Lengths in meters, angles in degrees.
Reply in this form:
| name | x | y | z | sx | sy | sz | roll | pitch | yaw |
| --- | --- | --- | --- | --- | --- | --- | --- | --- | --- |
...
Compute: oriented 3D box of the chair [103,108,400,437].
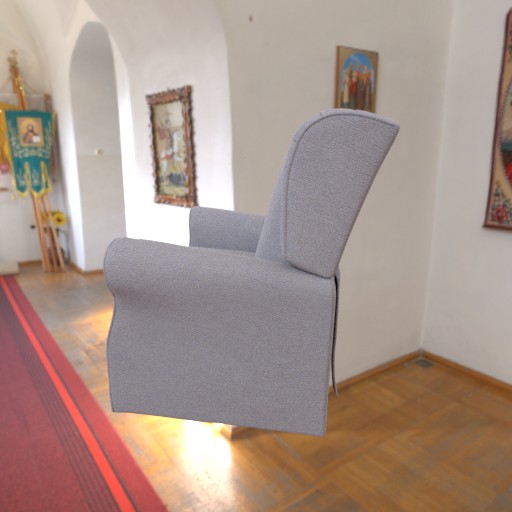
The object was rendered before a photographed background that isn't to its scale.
| name | x | y | z | sx | sy | sz | roll | pitch | yaw |
| --- | --- | --- | --- | --- | --- | --- | --- | --- | --- |
| chair | 0.000 | 0.000 | 1.625 | 0.854 | 0.966 | 0.906 | 2 | 14 | 9 |
